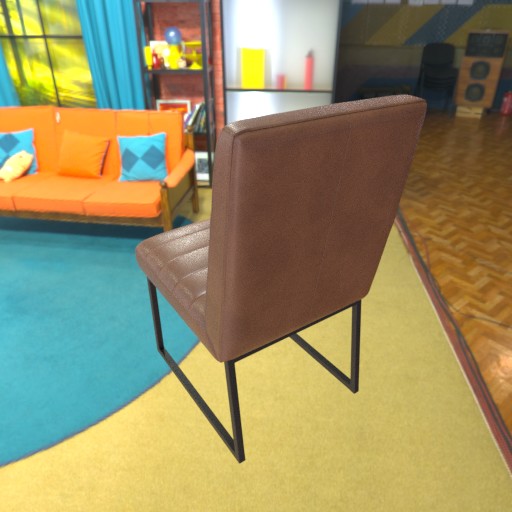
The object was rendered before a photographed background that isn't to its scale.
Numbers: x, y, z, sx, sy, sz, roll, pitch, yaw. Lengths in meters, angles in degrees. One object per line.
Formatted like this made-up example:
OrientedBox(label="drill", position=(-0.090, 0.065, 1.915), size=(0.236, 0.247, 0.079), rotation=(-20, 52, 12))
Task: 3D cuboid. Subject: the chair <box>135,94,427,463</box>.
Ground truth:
OrientedBox(label="chair", position=(0.000, 0.000, 1.286), size=(0.520, 0.930, 0.634), rotation=(-19, 35, -29))
